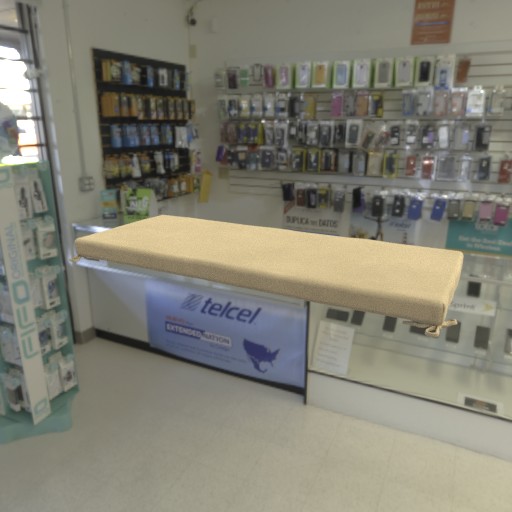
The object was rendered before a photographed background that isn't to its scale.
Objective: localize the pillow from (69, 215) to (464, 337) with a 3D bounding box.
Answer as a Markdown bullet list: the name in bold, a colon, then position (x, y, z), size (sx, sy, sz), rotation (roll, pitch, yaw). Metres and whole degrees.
- **pillow**: position (0.000, 0.000, 1.378), size (1.187, 0.081, 0.492), rotation (9, 19, 27)
